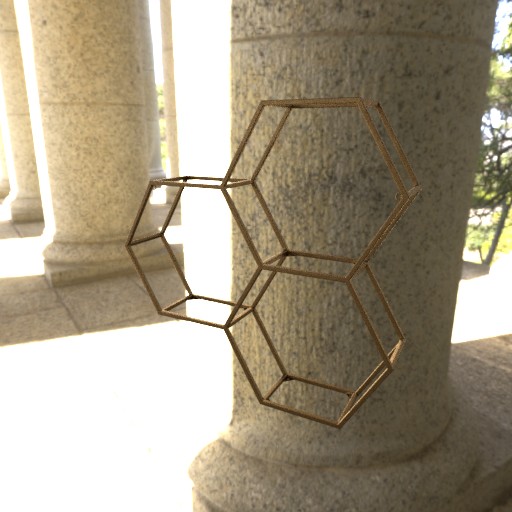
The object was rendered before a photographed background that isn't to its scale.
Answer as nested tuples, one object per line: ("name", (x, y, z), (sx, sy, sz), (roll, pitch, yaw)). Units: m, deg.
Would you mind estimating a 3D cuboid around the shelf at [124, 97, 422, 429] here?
("shelf", (0.000, 0.000, 1.073), (0.708, 0.701, 0.150), (8, 18, 27))
